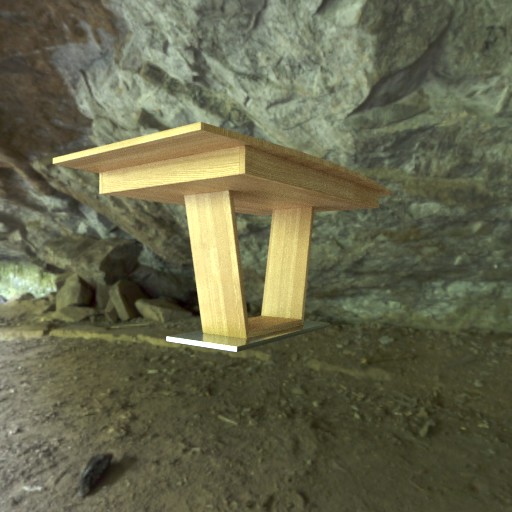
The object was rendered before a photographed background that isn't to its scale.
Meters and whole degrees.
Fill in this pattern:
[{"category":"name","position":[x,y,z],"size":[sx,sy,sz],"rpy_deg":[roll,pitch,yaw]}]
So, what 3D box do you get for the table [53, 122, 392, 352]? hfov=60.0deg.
[{"category":"table","position":[0.000,0.000,2.122],"size":[0.900,0.748,1.598],"rpy_deg":[0,0,36]}]
